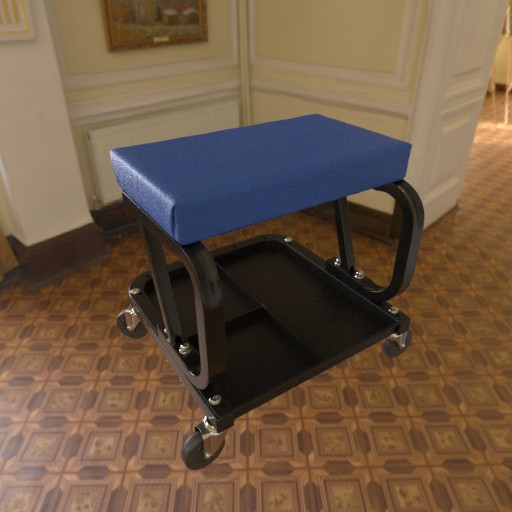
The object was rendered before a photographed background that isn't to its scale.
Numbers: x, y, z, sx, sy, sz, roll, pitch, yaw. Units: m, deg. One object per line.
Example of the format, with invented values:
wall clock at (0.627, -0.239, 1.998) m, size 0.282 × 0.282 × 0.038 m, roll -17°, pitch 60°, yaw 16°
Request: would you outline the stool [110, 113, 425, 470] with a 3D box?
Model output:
stool at (0.000, 0.000, 0.725) m, size 0.446 × 0.380 × 0.371 m, roll -19°, pitch 36°, yaw -28°
